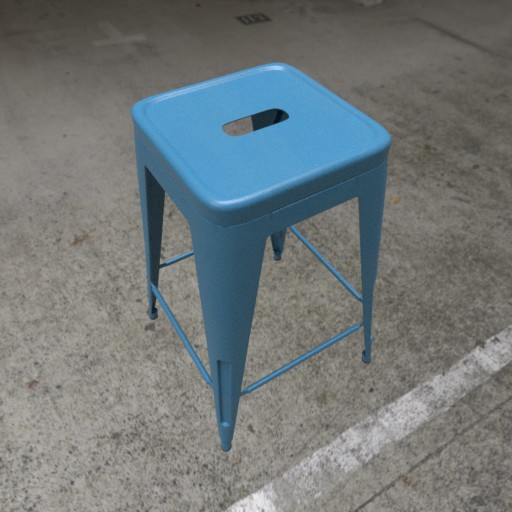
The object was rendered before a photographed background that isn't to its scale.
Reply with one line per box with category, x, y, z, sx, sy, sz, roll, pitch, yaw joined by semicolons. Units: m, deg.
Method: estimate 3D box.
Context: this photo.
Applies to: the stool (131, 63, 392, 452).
stool;0.000;0.000;0.887;0.410;0.608;0.410;-25;52;-21
